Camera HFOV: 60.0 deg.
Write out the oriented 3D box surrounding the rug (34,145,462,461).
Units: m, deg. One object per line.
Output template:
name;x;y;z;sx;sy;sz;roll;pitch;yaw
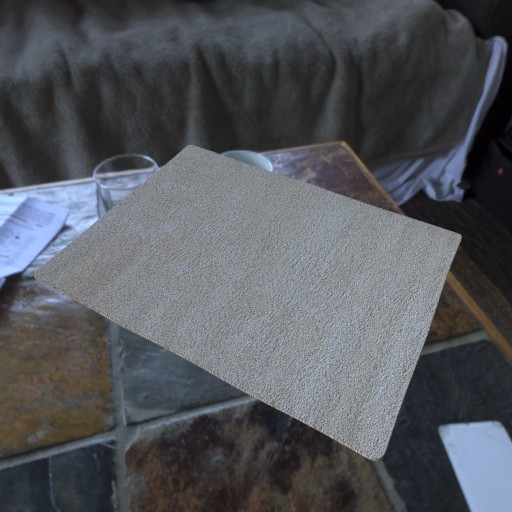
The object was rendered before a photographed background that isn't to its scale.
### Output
rug;0.000;0.000;2.042;1.600;0.025;1.199;22;51;20
